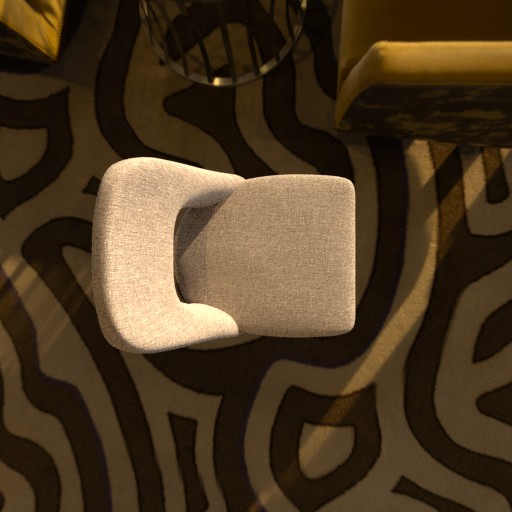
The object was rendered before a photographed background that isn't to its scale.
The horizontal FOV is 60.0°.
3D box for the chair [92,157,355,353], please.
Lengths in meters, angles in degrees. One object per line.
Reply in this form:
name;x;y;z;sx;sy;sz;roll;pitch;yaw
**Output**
chair;0.000;0.000;1.302;0.612;0.931;0.470;0;90;2
